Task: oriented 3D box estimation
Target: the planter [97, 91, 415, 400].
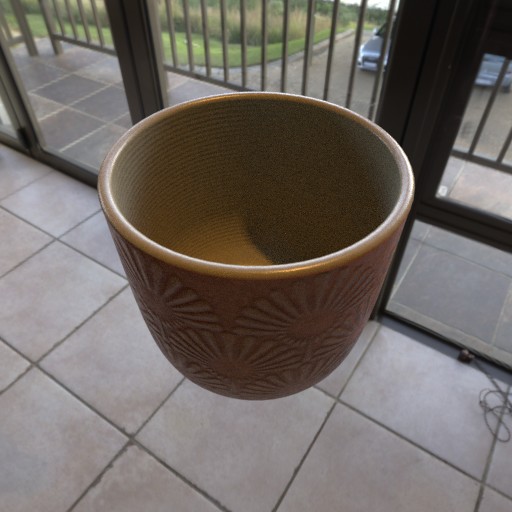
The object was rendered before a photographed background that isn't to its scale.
[{"bbox_3d":[0.000,0.000,0.216,0.124,0.109,0.124,0,46,0],"label":"planter"}]
